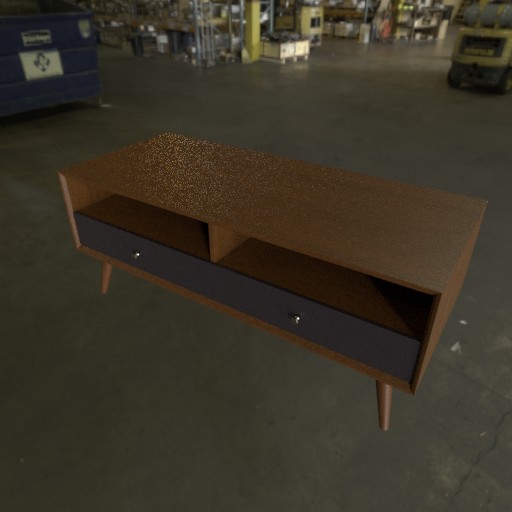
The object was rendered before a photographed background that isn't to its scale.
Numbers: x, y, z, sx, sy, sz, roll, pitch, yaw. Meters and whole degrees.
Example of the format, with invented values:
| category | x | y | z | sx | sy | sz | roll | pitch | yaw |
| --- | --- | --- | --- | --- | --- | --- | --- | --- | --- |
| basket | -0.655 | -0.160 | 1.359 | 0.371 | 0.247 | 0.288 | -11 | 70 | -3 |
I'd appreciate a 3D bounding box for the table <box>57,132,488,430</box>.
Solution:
| category | x | y | z | sx | sy | sz | roll | pitch | yaw |
| --- | --- | --- | --- | --- | --- | --- | --- | --- | --- |
| table | 0.000 | 0.000 | 1.359 | 1.119 | 0.464 | 0.490 | 19 | 36 | 28 |
